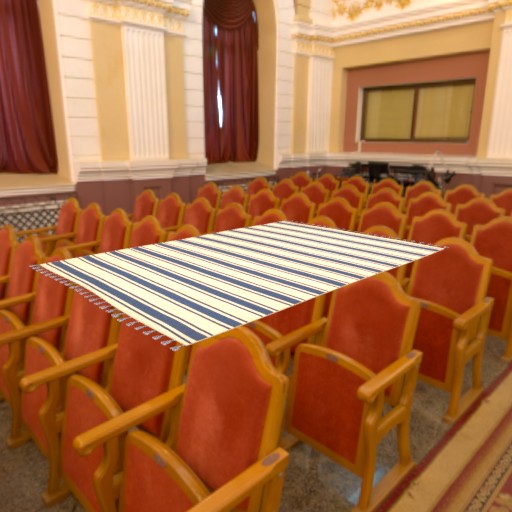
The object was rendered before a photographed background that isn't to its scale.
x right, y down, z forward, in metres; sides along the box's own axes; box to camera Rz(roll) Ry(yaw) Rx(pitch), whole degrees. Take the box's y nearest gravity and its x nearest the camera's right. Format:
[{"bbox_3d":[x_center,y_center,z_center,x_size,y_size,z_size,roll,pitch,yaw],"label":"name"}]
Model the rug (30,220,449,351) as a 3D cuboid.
[{"bbox_3d":[0.000,0.000,2.888,2.315,0.010,1.544,-14,20,-42],"label":"rug"}]
